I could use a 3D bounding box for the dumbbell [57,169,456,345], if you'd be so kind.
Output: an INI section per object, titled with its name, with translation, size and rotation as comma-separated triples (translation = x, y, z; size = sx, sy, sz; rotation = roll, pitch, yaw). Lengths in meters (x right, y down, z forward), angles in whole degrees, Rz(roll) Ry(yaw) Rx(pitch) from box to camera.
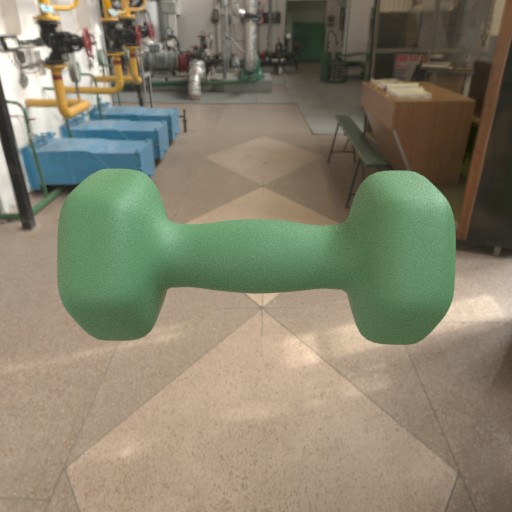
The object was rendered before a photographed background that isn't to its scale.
[dumbbell]
translation = 0.000, 0.000, 0.317
size = 0.257, 0.114, 0.126
rotation = 1, 29, 2
